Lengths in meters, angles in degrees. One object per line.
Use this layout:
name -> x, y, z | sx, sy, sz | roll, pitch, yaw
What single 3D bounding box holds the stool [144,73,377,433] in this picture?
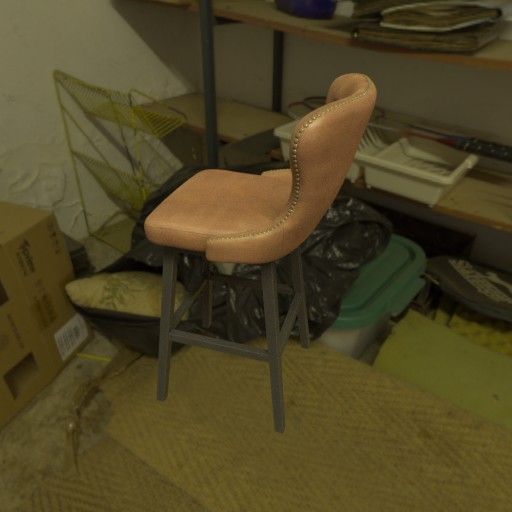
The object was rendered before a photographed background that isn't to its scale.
stool -> 0.000, 0.000, 1.397 | 0.601, 1.050, 0.528 | 9, 33, 15
